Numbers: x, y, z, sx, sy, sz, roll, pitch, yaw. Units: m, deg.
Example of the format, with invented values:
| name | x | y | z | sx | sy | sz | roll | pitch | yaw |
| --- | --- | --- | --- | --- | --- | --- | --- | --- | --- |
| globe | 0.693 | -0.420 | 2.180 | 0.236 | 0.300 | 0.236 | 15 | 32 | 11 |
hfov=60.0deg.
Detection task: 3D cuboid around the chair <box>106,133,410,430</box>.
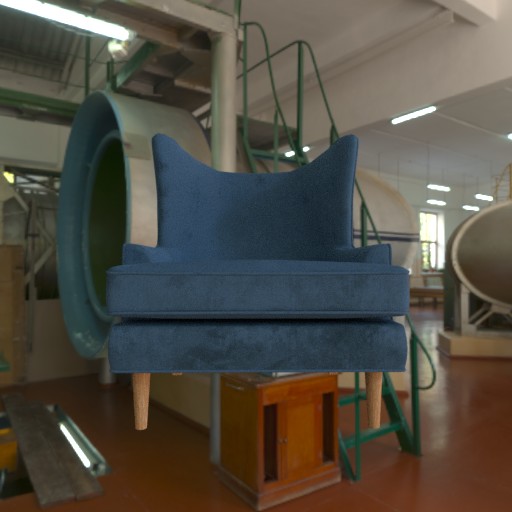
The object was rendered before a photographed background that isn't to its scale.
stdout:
| name | x | y | z | sx | sy | sz | roll | pitch | yaw |
| --- | --- | --- | --- | --- | --- | --- | --- | --- | --- |
| chair | 0.000 | 0.000 | 1.566 | 0.793 | 0.952 | 0.910 | 0 | -1 | -1 |
